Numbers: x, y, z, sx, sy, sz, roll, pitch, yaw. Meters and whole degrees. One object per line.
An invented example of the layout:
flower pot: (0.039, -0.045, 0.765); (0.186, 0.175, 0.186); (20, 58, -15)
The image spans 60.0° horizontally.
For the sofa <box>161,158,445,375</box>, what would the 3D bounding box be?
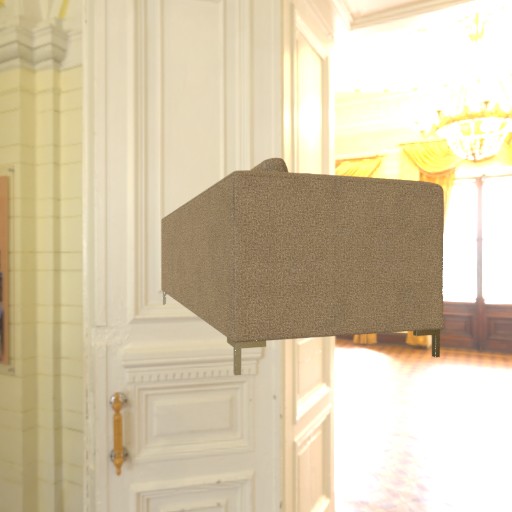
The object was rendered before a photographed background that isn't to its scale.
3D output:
sofa: (0.000, 0.000, 2.917); (0.969, 0.867, 2.415); (0, 0, -18)
